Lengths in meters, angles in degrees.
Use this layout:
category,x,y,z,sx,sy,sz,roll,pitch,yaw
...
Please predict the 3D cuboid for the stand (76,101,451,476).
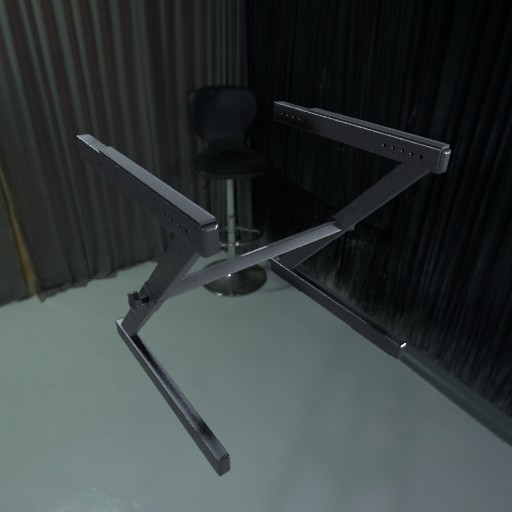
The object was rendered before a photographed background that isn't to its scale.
category,x,y,z,sx,sy,sz,roll,pitch,yaw
stand,0.000,0.000,1.156,0.700,0.617,0.586,-21,37,-30
